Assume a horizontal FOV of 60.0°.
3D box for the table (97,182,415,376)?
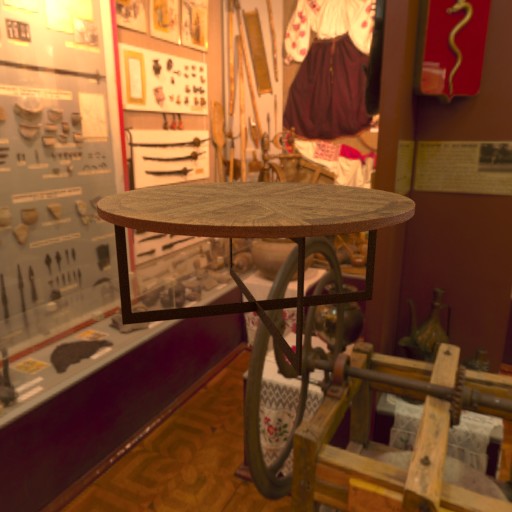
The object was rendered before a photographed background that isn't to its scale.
[{"bbox_3d":[0.000,0.000,1.928,1.264,0.516,1.264,0,15,0],"label":"table"}]
